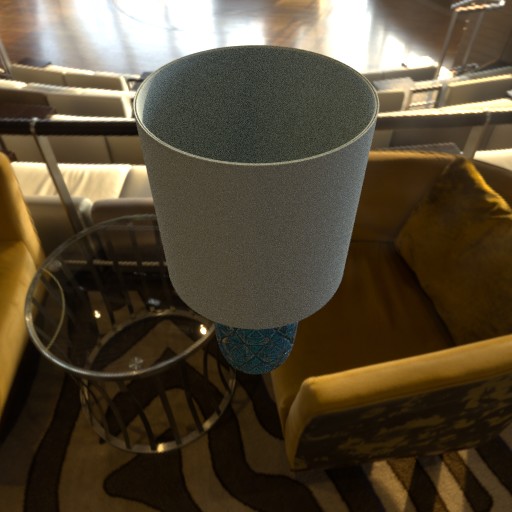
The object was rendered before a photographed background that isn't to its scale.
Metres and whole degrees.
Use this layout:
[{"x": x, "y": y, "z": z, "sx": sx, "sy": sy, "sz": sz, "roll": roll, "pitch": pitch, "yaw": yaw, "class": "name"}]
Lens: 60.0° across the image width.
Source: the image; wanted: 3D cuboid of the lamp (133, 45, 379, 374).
[{"x": 0.000, "y": 0.000, "z": 0.490, "sx": 0.193, "sy": 0.377, "sz": 0.193, "roll": -10, "pitch": 48, "yaw": -9, "class": "lamp"}]
